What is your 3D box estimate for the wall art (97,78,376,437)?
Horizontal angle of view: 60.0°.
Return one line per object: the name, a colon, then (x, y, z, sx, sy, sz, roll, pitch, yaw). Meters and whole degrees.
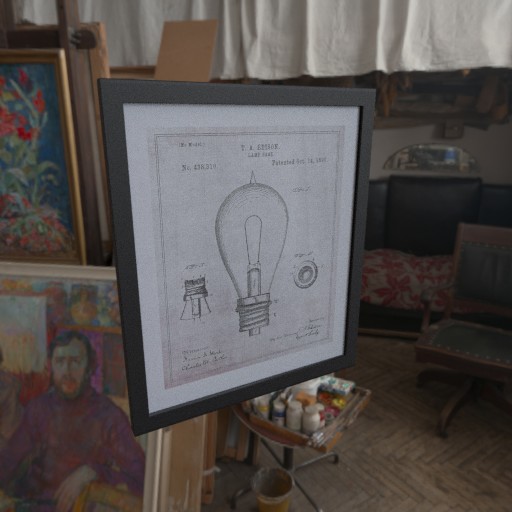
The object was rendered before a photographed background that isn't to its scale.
wall art: (0.000, 0.000, 0.704, 0.430, 0.509, 0.021, -9, 20, -27)
